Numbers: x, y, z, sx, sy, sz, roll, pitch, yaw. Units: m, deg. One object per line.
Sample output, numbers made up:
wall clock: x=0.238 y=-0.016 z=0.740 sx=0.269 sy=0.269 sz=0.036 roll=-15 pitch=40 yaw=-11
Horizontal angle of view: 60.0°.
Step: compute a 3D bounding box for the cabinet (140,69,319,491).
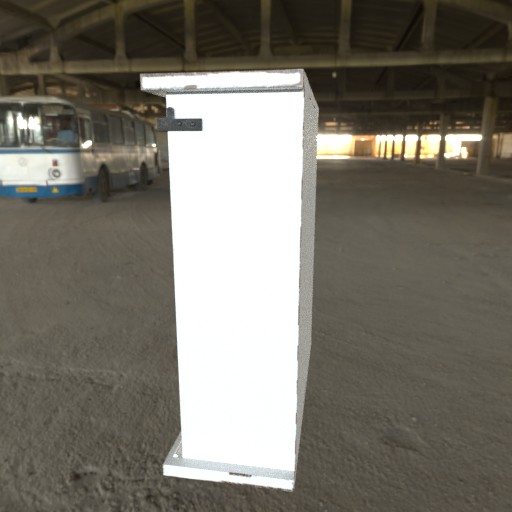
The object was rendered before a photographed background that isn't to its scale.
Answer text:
cabinet: x=0.000 y=0.000 z=0.881 sx=0.210 sy=0.603 sz=0.541 roll=2 pitch=14 yaw=9
